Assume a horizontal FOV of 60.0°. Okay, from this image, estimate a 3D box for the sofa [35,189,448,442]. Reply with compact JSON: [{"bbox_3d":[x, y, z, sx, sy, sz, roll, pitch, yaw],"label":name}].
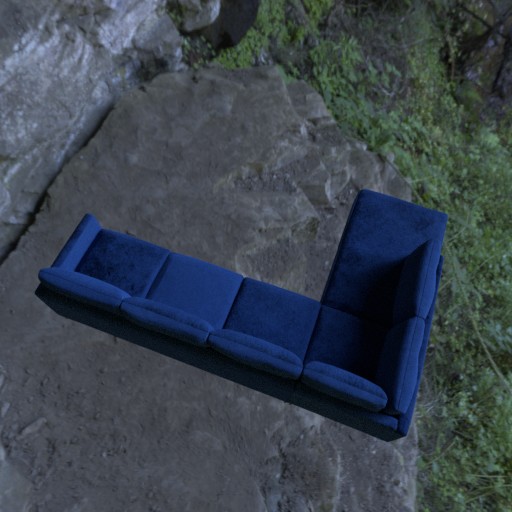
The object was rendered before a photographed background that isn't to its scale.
[{"bbox_3d":[0.000,0.000,3.757,2.949,0.815,2.007,18,64,9],"label":"sofa"}]
